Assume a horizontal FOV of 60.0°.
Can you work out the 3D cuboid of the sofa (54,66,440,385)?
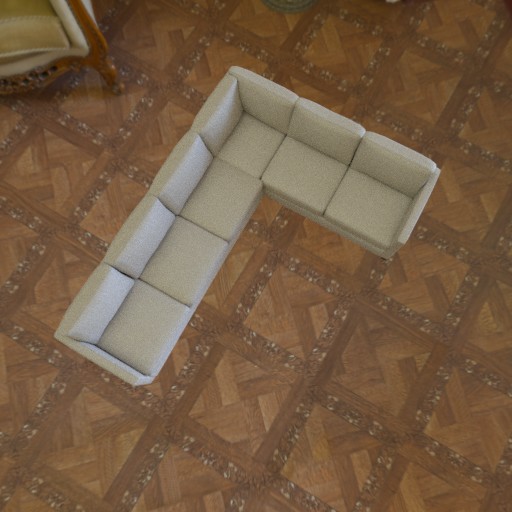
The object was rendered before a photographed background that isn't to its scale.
[{"bbox_3d":[0.000,0.000,4.520,2.522,0.934,3.333,29,78,7],"label":"sofa"}]
